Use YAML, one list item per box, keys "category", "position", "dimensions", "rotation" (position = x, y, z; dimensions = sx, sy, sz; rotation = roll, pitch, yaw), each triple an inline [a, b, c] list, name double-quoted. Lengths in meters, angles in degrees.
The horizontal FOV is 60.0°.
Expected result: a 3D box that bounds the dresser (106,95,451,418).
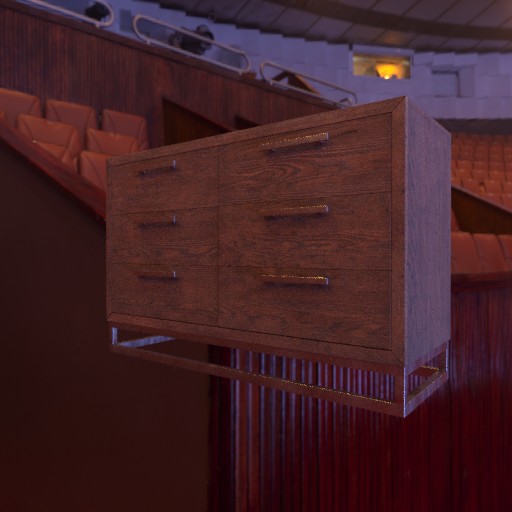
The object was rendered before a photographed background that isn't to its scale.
- category: "dresser"
  position: [0.000, 0.000, 2.169]
  dimensions: [1.646, 1.061, 0.623]
  rotation: [0, 1, 37]
